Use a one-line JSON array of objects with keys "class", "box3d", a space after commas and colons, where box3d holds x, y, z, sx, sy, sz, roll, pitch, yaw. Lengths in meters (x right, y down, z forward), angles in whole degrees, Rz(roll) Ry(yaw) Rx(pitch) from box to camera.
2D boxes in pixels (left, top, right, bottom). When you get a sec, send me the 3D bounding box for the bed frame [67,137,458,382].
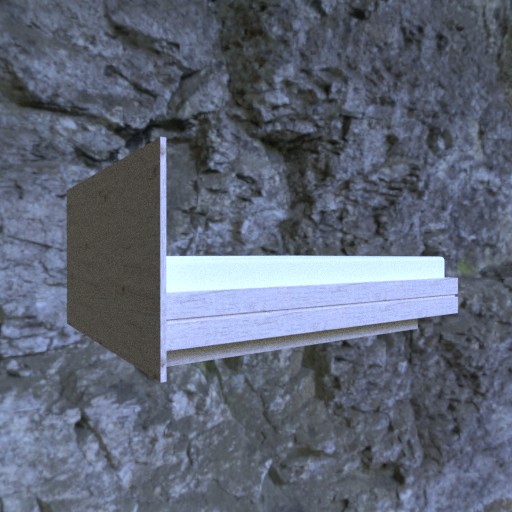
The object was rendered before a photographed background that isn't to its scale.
[{"class": "bed frame", "box3d": [0.000, 0.000, 3.025, 2.080, 0.970, 1.750, 0, 0, -34]}]
